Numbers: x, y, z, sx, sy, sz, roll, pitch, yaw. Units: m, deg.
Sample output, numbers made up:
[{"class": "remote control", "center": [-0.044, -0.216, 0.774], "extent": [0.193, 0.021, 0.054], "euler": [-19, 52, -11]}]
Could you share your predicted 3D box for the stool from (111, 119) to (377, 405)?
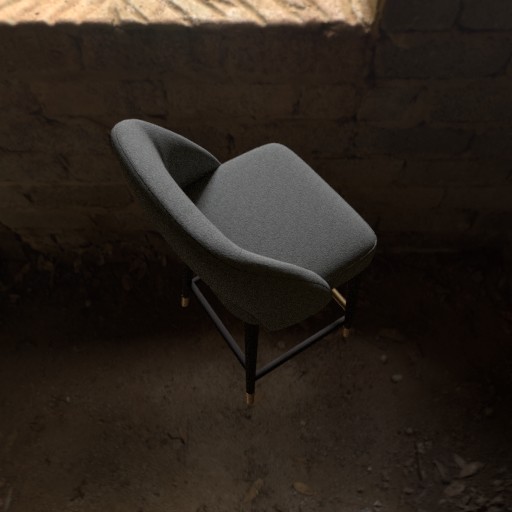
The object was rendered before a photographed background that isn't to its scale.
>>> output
[{"class": "stool", "center": [0.000, 0.000, 1.254], "extent": [0.524, 0.925, 0.536], "euler": [-30, 62, -18]}]
